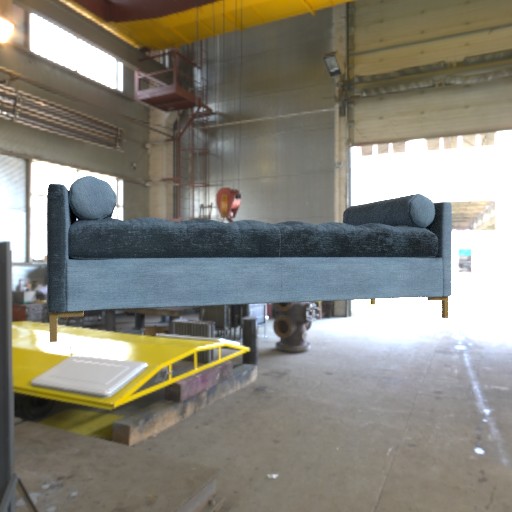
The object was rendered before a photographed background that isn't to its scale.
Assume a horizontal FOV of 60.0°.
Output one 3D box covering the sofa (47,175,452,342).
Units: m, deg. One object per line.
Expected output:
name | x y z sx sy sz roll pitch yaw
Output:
sofa | 0.000 0.000 2.512 2.102 0.705 0.796 0 0 -19
